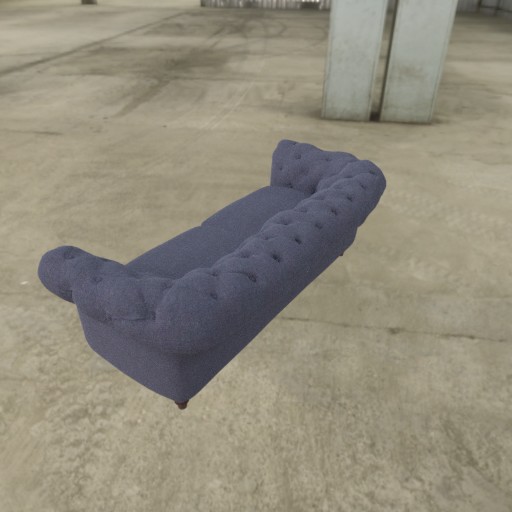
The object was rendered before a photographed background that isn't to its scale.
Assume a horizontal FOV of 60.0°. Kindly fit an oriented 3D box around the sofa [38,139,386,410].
[{"bbox_3d":[0.000,0.000,2.877,1.046,0.836,2.335,21,38,29],"label":"sofa"}]
